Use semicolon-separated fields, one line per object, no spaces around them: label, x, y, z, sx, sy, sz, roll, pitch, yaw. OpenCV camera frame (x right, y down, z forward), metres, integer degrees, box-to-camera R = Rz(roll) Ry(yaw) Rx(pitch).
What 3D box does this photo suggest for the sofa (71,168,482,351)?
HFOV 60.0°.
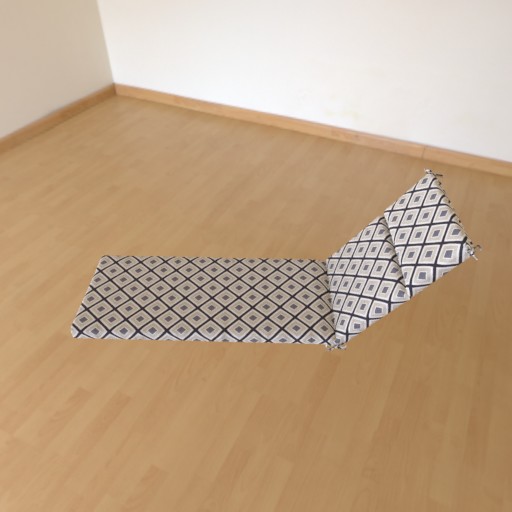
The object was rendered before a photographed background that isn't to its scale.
sofa;0.000;0.000;1.992;1.663;0.622;0.582;1;42;1
